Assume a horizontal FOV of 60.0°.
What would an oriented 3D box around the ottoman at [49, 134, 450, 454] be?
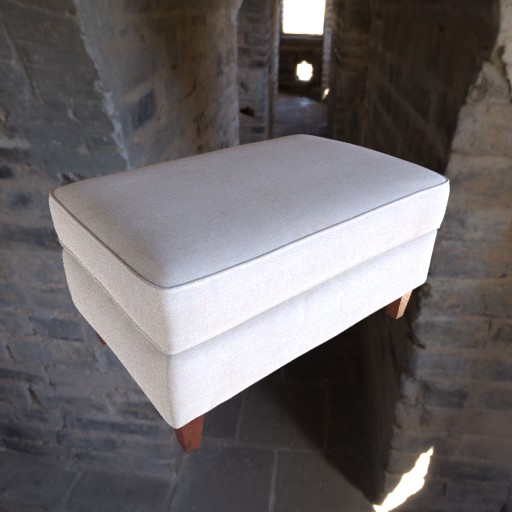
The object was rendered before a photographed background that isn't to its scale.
[{"bbox_3d":[0.000,0.000,1.192,0.862,0.484,0.583,-22,37,-33],"label":"ottoman"}]
